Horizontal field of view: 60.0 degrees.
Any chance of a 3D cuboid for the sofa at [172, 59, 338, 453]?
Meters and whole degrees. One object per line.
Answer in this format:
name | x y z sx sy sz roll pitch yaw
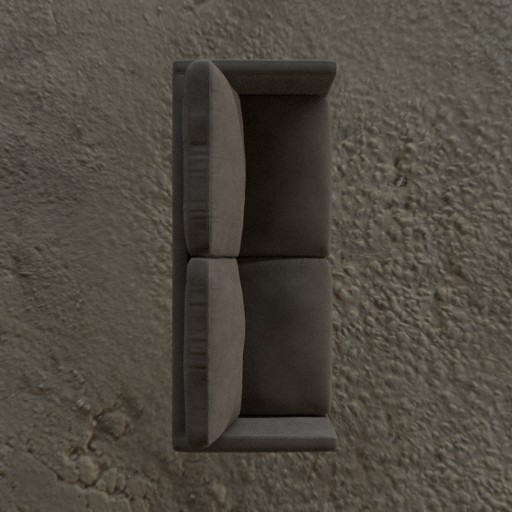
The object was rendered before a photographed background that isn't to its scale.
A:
sofa | 0.000 0.000 2.733 0.951 0.965 2.208 0 90 0
